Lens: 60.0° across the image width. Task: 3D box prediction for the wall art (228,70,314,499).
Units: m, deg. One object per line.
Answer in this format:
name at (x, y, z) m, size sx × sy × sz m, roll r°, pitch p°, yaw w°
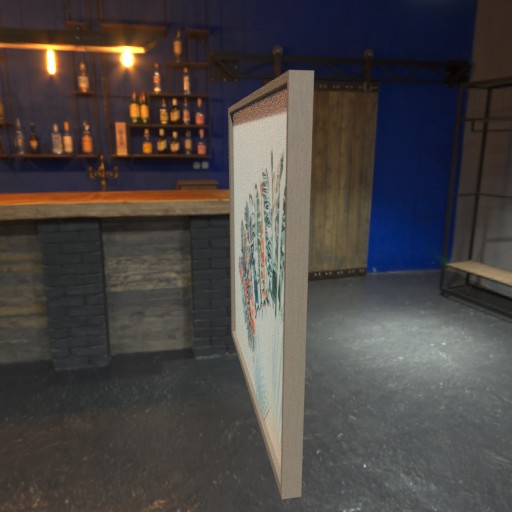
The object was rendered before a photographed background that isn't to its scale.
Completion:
wall art at (0.000, 0.000, 1.112) m, size 0.038 × 0.758 × 0.761 m, roll -3°, pitch 15°, yaw -10°
